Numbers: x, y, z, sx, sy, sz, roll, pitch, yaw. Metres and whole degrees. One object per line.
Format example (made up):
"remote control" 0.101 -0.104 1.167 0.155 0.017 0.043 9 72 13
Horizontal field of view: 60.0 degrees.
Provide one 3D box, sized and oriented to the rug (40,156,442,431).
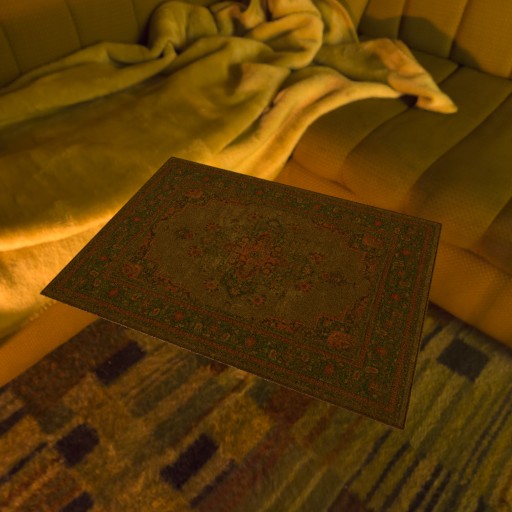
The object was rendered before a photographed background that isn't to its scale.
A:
"rug" 0.000 0.000 2.936 2.214 0.013 1.609 17 49 15
